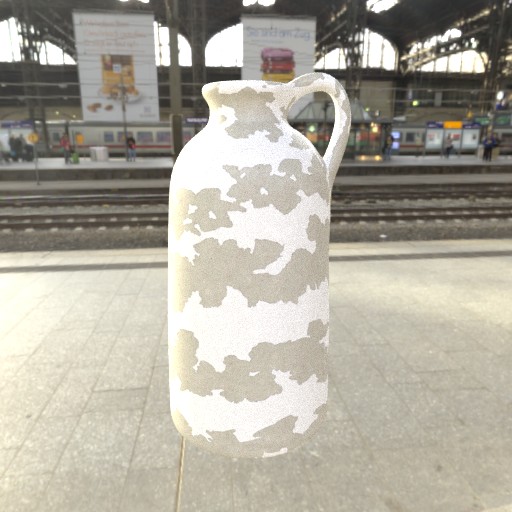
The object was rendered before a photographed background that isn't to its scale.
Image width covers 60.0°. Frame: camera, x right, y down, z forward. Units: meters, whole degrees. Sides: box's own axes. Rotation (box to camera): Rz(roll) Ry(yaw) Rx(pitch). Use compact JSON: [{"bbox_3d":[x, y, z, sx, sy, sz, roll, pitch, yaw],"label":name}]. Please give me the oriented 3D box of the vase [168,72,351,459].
[{"bbox_3d":[0.000,0.000,0.491,0.203,0.382,0.186,-2,15,-8],"label":"vase"}]
